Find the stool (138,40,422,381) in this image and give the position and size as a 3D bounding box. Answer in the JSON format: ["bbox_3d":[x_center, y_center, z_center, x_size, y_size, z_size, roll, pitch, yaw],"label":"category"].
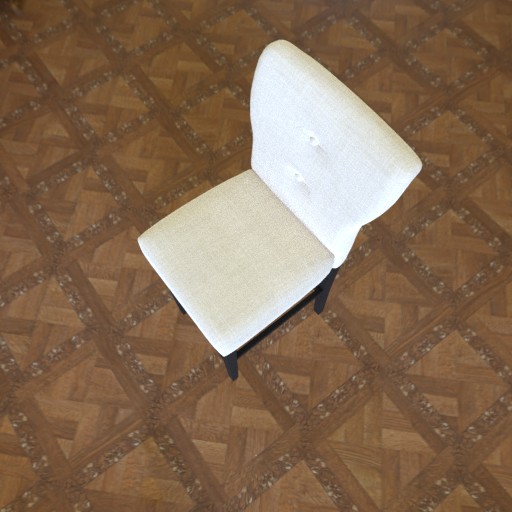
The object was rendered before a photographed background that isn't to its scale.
[{"bbox_3d":[0.000,0.000,1.497,0.603,1.124,0.516,-36,71,-15],"label":"stool"}]
